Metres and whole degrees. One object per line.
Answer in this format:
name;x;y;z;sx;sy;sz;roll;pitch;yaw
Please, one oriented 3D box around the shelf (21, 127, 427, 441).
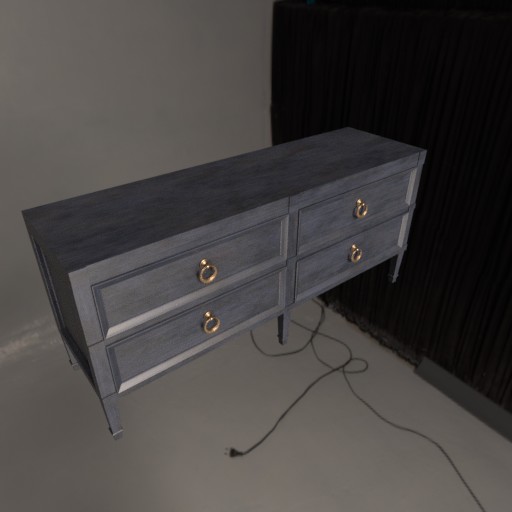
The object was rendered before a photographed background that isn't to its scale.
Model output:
shelf;0.000;0.000;1.890;1.575;0.719;0.479;-22;38;-32
